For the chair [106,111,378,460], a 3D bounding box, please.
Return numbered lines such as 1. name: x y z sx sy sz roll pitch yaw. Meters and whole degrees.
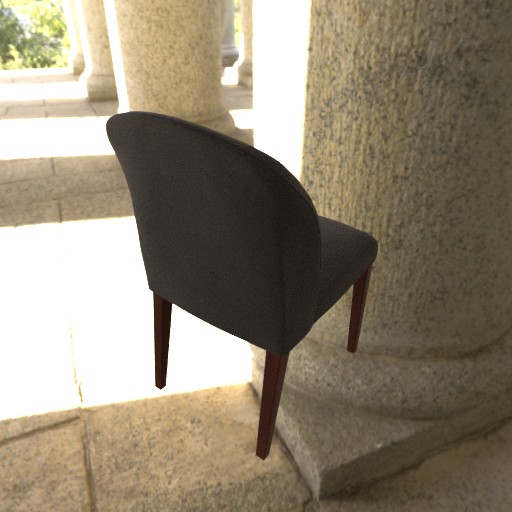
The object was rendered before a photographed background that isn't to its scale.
1. chair: 0.000 0.000 1.243 0.506 0.879 0.619 21 36 32
